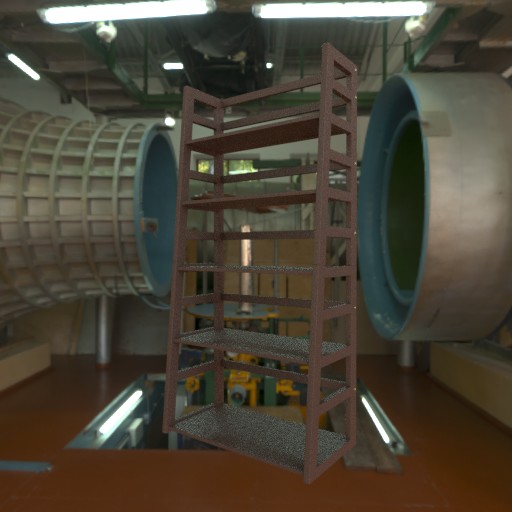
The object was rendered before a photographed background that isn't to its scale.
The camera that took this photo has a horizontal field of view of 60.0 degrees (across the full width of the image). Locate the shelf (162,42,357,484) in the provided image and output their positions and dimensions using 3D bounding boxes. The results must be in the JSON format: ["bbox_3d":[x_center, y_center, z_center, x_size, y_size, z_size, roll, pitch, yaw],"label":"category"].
[{"bbox_3d":[0.000,0.000,1.935,0.763,1.600,0.403,1,1,36],"label":"shelf"}]
